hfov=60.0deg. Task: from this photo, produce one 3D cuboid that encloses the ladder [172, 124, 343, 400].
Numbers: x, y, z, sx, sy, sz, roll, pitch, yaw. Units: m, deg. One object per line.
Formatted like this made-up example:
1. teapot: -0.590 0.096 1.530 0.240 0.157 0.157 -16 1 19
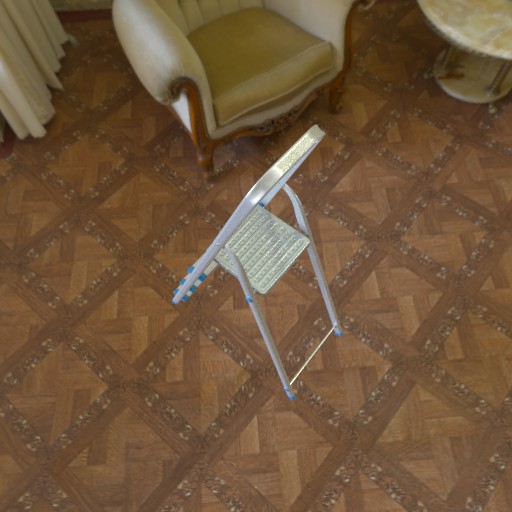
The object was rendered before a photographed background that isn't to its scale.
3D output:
1. ladder: 0.000 0.000 1.766 0.842 1.434 0.445 36 68 17
